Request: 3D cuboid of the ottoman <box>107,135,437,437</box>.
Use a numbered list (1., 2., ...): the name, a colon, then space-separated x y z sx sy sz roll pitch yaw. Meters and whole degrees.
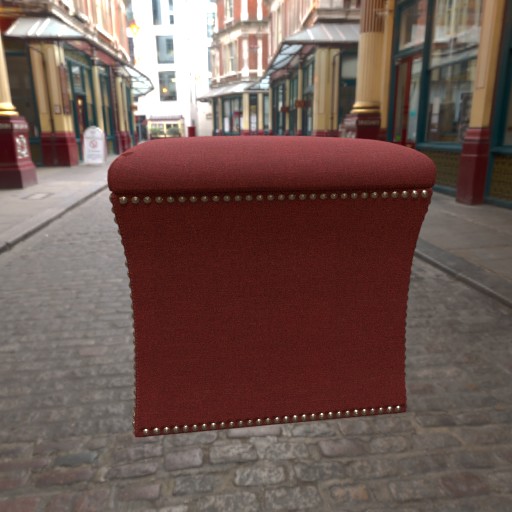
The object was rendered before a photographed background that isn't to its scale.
1. ottoman: 0.000 0.000 0.906 0.497 0.475 0.507 -2 15 -8
